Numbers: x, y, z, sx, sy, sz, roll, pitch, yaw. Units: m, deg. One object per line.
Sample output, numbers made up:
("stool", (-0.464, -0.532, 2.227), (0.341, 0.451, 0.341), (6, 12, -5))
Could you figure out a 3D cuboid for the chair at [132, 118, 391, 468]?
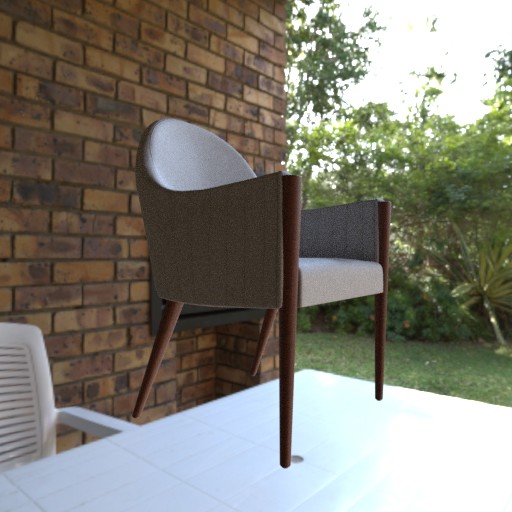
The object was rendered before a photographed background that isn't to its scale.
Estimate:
("chair", (0.000, 0.000, 1.311), (0.620, 0.889, 0.610), (0, 0, 36))
